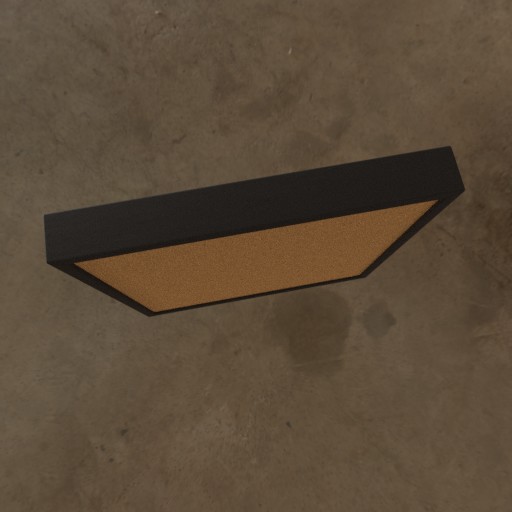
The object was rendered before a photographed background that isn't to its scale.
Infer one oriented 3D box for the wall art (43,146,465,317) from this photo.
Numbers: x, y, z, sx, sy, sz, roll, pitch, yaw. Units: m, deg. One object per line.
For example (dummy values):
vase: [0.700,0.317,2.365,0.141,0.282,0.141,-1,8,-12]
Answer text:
wall art: [0.000,0.000,0.468,0.305,0.305,0.037,-10,75,-3]
